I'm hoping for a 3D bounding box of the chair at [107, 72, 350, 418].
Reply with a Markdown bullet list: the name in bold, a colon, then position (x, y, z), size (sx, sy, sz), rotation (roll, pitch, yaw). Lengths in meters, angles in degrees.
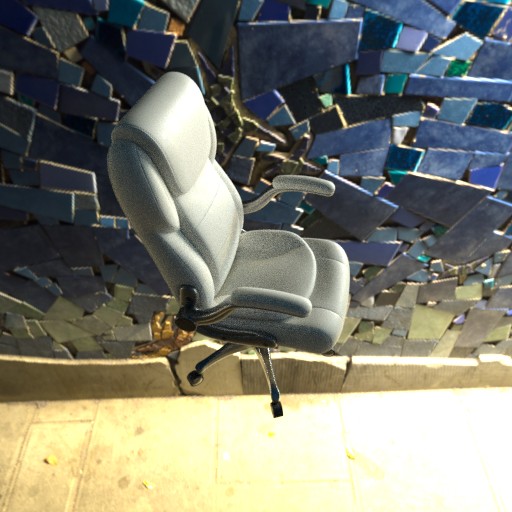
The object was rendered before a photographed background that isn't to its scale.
- **chair**: position (0.000, 0.000, 1.834), size (0.806, 1.330, 0.755), rotation (10, 46, 10)
